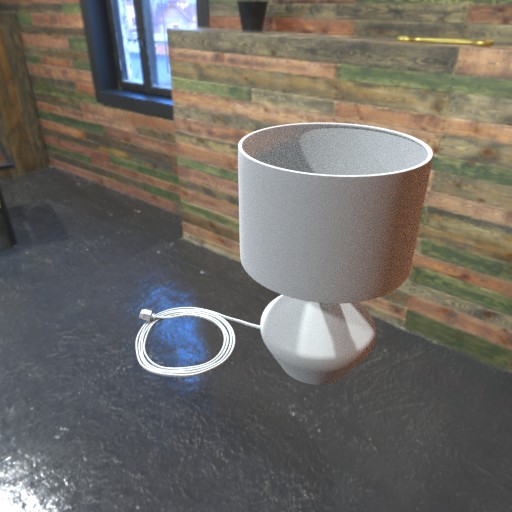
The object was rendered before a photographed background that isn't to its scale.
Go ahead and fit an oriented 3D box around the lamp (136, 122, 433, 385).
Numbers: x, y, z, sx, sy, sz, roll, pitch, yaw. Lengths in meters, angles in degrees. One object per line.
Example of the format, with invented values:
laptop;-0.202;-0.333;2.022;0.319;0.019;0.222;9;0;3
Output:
lamp;0.000;0.000;0.859;0.546;0.457;0.401;22;37;34
